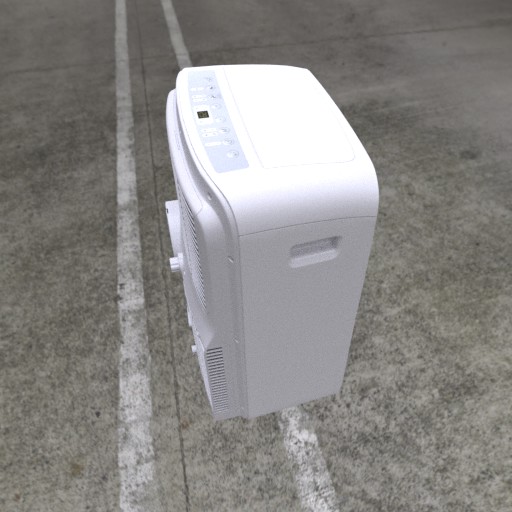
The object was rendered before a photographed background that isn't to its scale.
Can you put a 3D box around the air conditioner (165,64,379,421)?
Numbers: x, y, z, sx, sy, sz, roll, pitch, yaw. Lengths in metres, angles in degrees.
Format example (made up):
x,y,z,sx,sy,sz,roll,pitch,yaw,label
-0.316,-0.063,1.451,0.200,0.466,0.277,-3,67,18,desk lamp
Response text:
x,y,z,sx,sy,sz,roll,pitch,yaw,label
0.000,0.000,0.962,0.365,0.700,0.454,-10,49,-9,air conditioner
